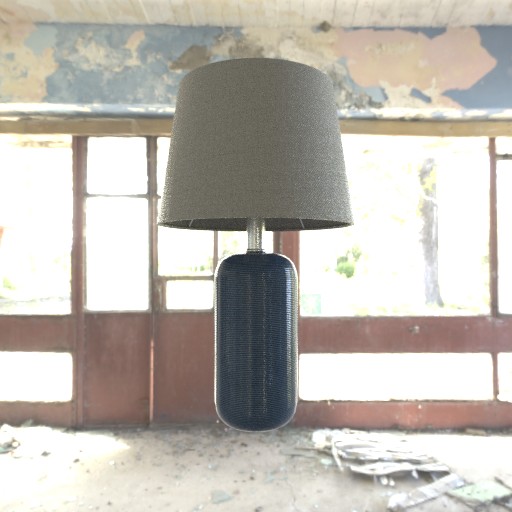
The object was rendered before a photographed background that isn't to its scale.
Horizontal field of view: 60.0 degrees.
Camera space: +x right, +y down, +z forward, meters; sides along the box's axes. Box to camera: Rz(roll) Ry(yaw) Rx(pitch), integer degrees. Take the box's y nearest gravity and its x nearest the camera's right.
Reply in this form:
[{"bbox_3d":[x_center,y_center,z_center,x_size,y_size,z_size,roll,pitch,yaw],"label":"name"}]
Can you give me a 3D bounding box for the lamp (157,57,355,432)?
[{"bbox_3d":[0.000,0.000,0.578,0.253,0.428,0.253,0,0,0],"label":"lamp"}]
